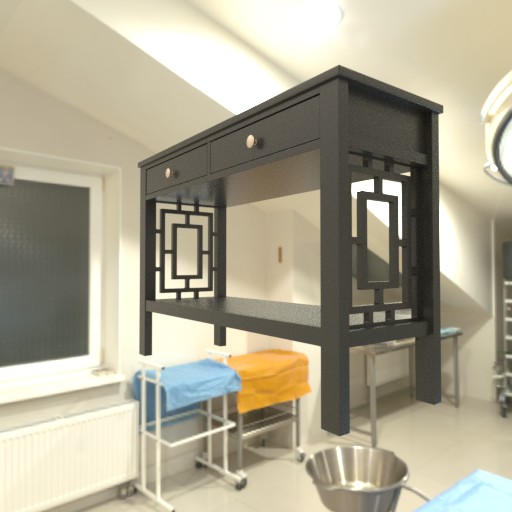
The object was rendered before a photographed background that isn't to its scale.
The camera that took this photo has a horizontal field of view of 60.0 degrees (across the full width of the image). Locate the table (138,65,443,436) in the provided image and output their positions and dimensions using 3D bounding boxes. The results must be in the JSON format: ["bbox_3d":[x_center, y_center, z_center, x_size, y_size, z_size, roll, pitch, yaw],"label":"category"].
[{"bbox_3d":[0.000,0.000,1.430,0.397,0.753,1.068,1,-2,-37],"label":"table"}]
